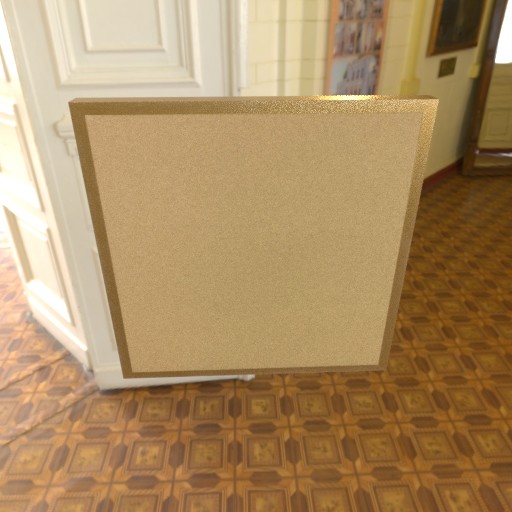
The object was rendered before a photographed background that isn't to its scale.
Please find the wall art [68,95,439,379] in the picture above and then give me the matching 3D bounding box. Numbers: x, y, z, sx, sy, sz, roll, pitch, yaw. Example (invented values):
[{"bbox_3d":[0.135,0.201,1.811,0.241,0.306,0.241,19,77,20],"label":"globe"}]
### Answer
[{"bbox_3d":[0.000,0.000,0.748,0.510,0.509,0.033,-1,29,-2],"label":"wall art"}]
